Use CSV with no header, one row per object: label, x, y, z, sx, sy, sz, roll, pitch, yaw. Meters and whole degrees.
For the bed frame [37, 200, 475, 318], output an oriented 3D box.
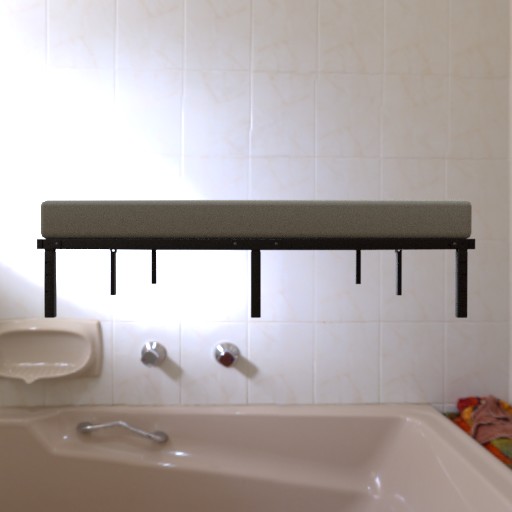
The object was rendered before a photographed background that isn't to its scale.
bed frame,0.000,0.000,3.848,2.526,0.680,2.635,0,1,0
